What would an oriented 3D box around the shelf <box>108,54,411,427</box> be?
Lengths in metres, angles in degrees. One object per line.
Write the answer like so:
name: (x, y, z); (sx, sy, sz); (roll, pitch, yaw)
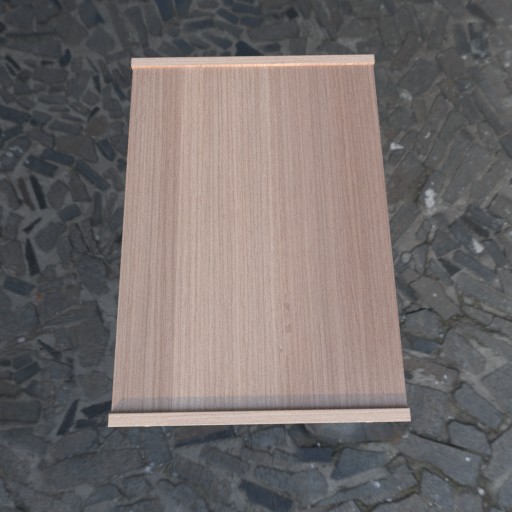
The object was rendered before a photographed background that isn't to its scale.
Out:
shelf: (0.000, 0.000, 0.625); (0.290, 0.305, 0.415); (-1, 75, 0)
